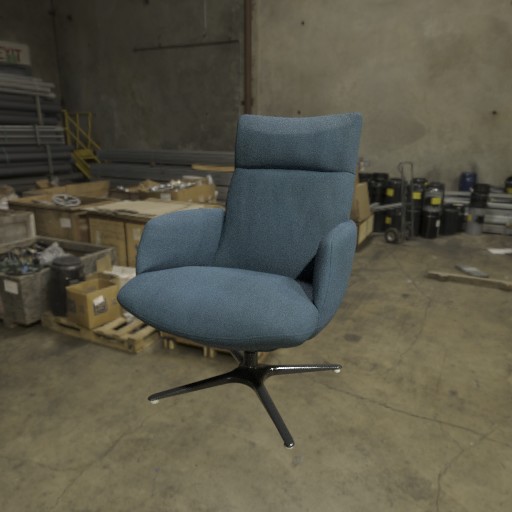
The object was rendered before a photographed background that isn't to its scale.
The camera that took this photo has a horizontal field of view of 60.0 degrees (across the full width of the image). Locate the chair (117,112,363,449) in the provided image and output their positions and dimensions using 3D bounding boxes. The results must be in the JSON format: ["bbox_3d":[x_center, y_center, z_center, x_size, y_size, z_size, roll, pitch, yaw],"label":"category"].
[{"bbox_3d":[0.000,0.000,1.615,0.711,1.016,0.889,8,17,26],"label":"chair"}]
